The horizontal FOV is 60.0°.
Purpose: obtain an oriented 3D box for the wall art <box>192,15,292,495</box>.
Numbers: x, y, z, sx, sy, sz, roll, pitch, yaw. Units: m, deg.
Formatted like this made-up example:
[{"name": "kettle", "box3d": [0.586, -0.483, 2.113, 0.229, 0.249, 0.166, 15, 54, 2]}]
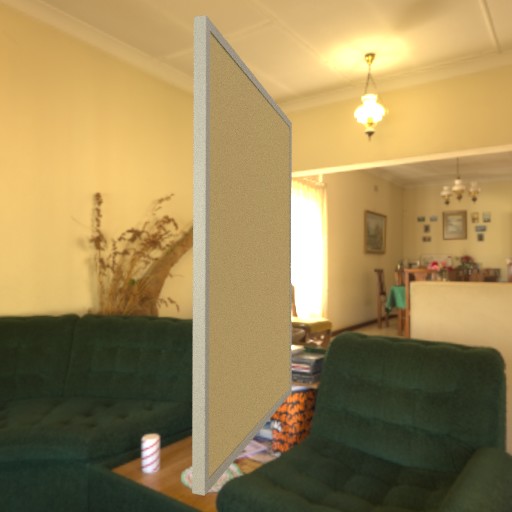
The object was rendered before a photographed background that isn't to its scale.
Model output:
[{"name": "wall art", "box3d": [0.000, 0.000, 1.340, 0.034, 1.042, 0.789, 0, -1, 18]}]
